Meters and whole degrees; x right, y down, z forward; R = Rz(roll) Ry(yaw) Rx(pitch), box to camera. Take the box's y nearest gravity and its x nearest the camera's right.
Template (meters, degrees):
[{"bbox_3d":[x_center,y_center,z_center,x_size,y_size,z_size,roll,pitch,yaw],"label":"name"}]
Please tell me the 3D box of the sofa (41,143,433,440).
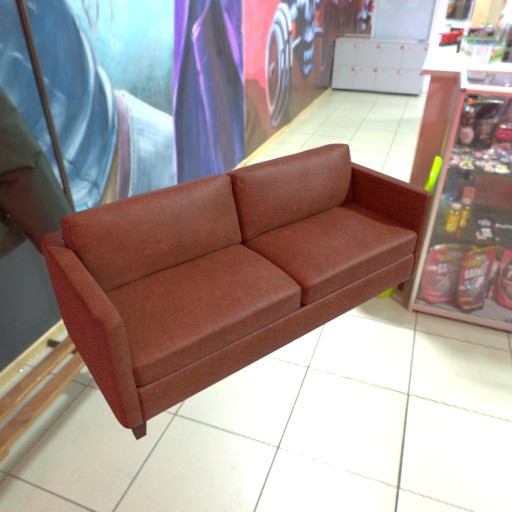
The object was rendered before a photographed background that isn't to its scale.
[{"bbox_3d":[0.000,0.000,2.741,2.204,0.932,0.950,-21,38,-30],"label":"sofa"}]
